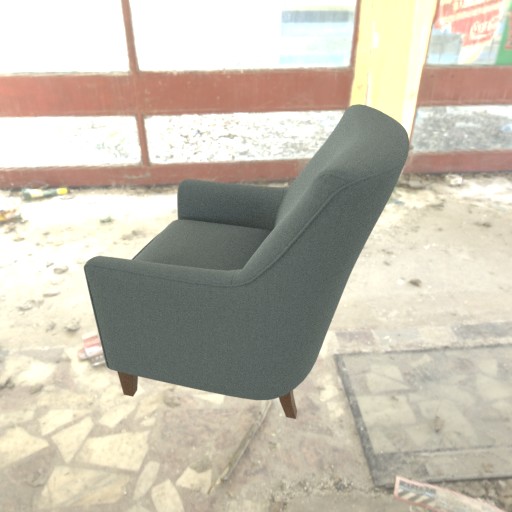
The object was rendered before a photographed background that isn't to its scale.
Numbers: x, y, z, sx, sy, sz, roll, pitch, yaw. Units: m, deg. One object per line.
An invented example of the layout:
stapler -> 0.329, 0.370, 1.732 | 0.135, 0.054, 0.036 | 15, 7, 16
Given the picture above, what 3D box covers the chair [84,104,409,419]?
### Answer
chair -> 0.000, 0.000, 1.544 | 0.879, 0.916, 0.756 | 8, 31, 13
